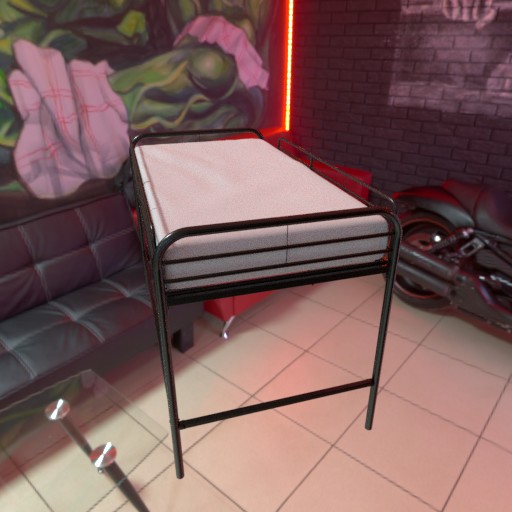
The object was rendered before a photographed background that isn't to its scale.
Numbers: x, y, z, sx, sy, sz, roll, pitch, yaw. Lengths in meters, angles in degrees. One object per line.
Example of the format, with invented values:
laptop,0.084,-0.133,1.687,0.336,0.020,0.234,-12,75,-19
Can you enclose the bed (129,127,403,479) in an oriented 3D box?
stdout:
bed,0.000,0.000,2.876,1.393,1.289,1.968,-8,27,-15
